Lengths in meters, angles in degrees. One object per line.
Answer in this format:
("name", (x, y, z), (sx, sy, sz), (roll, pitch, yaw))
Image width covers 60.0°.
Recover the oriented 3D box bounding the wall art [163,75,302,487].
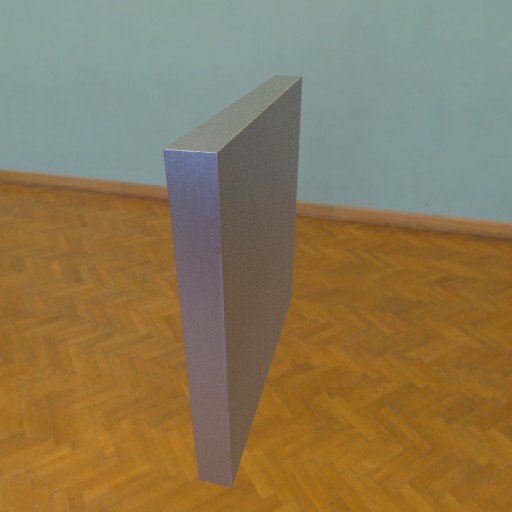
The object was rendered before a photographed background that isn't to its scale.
("wall art", (0.000, 0.000, 0.520), (0.038, 0.350, 0.350), (7, 30, 12))
